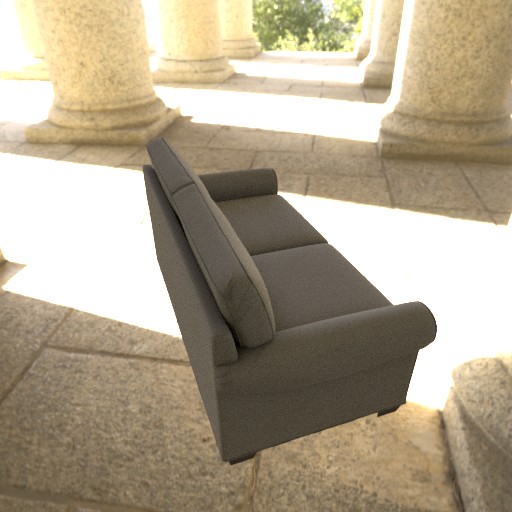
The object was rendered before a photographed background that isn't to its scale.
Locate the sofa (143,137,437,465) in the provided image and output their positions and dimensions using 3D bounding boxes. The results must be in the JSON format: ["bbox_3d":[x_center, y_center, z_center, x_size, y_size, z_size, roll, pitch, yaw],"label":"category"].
[{"bbox_3d":[0.000,0.000,2.442,0.940,0.952,1.930,-11,33,-17],"label":"sofa"}]
